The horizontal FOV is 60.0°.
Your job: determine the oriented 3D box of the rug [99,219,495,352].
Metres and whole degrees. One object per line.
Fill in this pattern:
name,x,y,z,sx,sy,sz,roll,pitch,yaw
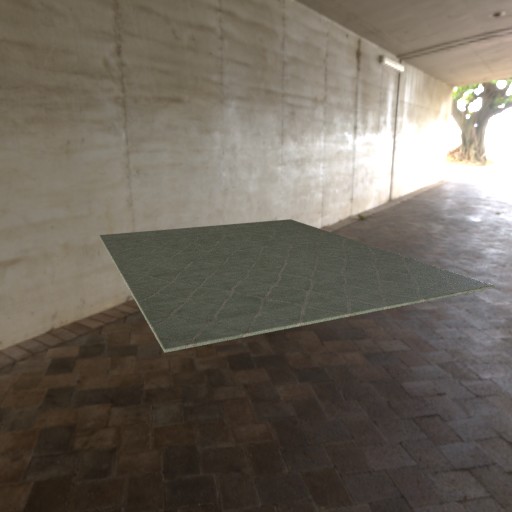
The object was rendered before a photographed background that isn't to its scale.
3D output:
rug,0.000,0.000,4.056,2.420,0.019,3.039,-7,16,-24
